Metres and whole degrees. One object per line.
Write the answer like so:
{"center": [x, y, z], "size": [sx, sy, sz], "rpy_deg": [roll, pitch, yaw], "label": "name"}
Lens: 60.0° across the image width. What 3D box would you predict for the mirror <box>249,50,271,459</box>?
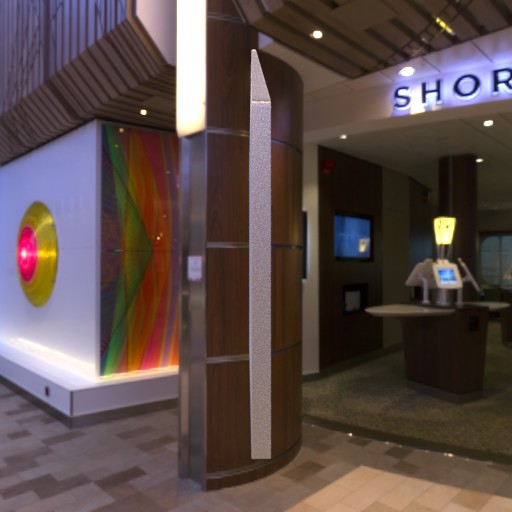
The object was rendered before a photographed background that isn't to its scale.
{"center": [0.000, 0.000, 1.117], "size": [0.030, 0.630, 0.870], "rpy_deg": [0, -1, -1], "label": "mirror"}
